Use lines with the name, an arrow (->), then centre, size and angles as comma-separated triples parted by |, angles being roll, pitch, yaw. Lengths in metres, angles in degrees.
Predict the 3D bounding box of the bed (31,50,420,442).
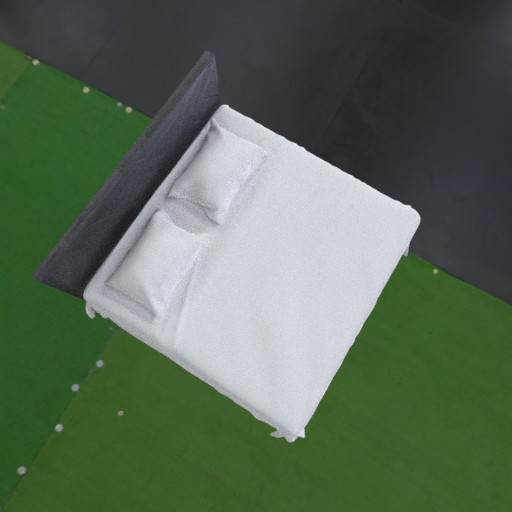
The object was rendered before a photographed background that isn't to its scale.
bed -> 0.000, 0.000, 3.464 | 2.165, 1.158, 2.255 | 31, 78, 8
